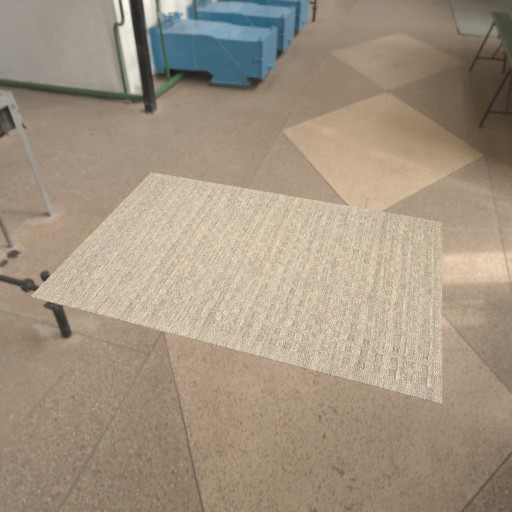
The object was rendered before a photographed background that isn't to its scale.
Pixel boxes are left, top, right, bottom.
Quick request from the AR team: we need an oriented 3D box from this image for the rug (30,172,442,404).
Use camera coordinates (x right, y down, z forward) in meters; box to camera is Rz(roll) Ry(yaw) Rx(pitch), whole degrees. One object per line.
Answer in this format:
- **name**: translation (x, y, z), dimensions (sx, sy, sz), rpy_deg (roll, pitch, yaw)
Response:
- **rug**: translation (0.000, 0.000, 2.193), dimensions (1.752, 0.006, 1.142), rpy_deg (12, 42, 13)
